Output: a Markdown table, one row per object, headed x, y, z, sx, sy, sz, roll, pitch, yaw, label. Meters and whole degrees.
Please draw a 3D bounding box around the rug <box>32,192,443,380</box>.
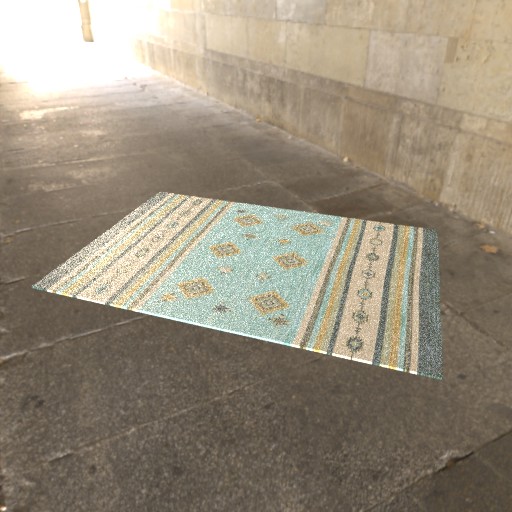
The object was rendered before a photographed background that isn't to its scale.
| x | y | z | sx | sy | sz | roll | pitch | yaw | label |
| --- | --- | --- | --- | --- | --- | --- | --- | --- | --- |
| 0.000 | 0.000 | 2.323 | 1.811 | 0.010 | 1.212 | 10 | 32 | 16 | rug |
